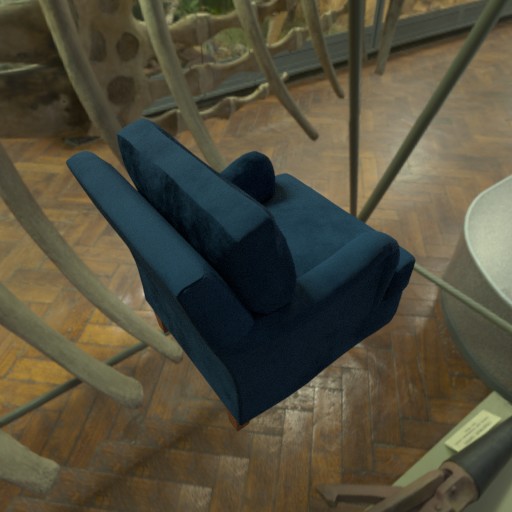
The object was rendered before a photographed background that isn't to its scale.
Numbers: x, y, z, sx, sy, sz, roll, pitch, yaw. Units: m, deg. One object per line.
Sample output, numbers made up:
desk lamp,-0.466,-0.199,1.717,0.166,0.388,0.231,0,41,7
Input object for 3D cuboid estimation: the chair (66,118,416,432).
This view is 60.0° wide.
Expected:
chair,0.000,0.000,1.849,1.078,1.076,0.895,-26,47,-27
